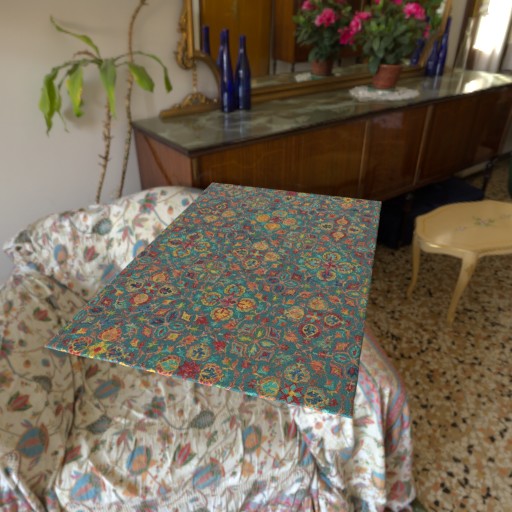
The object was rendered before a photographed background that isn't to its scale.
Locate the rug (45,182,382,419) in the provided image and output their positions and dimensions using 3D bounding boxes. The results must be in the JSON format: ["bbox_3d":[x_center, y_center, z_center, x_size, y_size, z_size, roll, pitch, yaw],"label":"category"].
[{"bbox_3d":[0.000,0.000,2.372,1.216,0.014,1.836,9,32,14],"label":"rug"}]
